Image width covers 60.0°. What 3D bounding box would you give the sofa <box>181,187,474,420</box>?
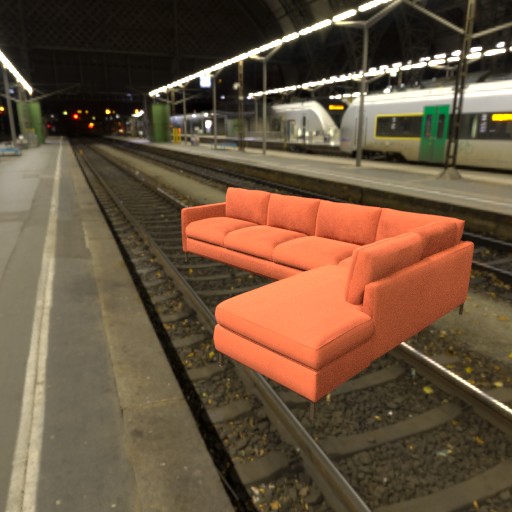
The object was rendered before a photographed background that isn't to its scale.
[{"bbox_3d":[0.000,0.000,3.587,1.879,0.757,2.736,-15,22,-42],"label":"sofa"}]
